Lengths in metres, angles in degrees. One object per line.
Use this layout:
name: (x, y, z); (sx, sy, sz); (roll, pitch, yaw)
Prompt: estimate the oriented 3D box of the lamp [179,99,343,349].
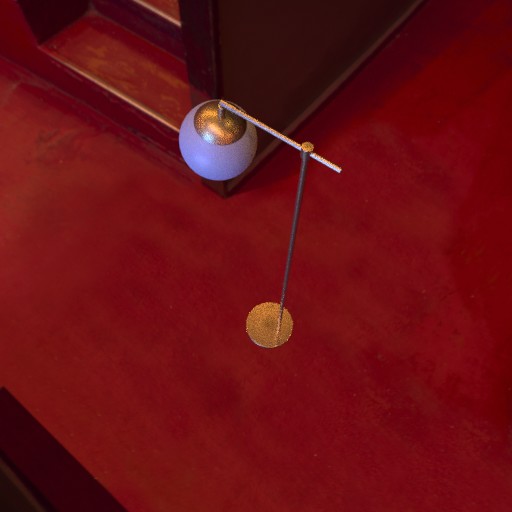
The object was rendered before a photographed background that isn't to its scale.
lamp: (0.000, 0.000, 1.719); (0.476, 1.505, 0.249); (34, 69, 15)
